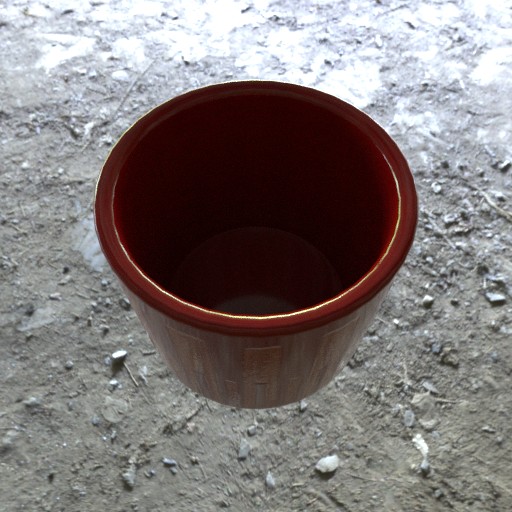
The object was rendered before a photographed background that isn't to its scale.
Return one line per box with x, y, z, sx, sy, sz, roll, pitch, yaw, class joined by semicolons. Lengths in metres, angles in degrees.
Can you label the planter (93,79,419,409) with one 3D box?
0.000;0.000;0.400;0.230;0.202;0.230;0;59;0;planter
